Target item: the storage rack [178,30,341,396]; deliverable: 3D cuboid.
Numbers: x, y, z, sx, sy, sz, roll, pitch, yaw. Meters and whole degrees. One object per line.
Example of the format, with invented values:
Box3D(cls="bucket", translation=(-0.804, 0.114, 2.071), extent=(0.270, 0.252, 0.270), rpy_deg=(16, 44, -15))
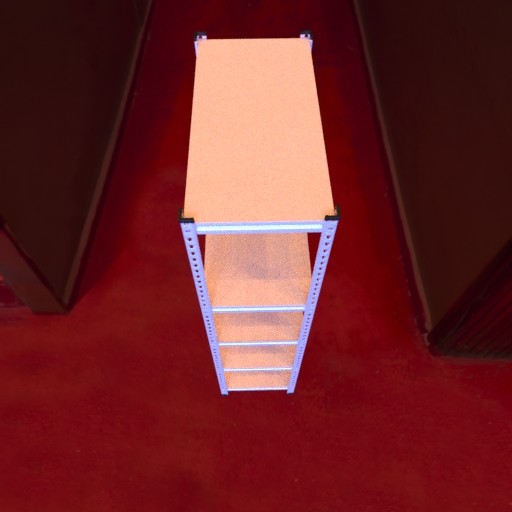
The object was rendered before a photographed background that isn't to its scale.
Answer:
Box3D(cls="storage rack", translation=(0.000, 0.000, 2.247), extent=(0.457, 1.829, 0.914), rpy_deg=(-1, 58, -1))
